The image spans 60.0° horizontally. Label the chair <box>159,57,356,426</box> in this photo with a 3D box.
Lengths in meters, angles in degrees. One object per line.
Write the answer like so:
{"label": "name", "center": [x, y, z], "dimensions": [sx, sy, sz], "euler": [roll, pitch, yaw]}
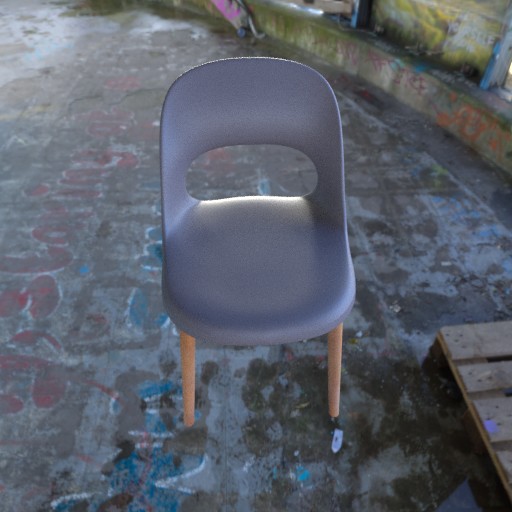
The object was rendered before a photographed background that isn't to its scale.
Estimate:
{"label": "chair", "center": [0.000, 0.000, 1.150], "dimensions": [0.470, 0.795, 0.556], "euler": [-3, 45, -3]}
